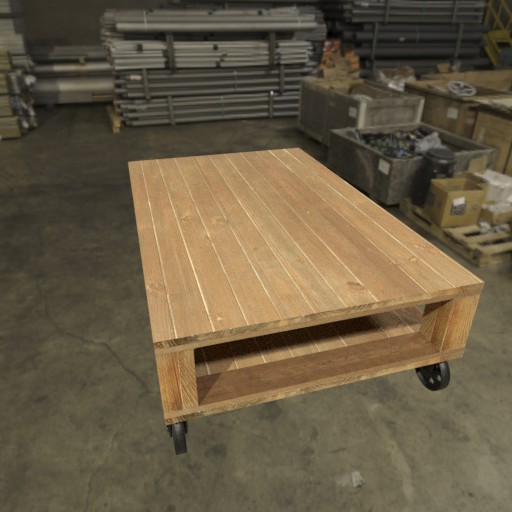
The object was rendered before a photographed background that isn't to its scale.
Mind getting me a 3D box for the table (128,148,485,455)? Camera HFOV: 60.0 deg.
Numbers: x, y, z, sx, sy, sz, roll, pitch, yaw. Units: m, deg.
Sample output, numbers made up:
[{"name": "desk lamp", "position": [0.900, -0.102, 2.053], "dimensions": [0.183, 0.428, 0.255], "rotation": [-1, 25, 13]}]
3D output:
[{"name": "table", "position": [0.000, 0.000, 1.667], "dimensions": [0.827, 0.413, 1.299], "rotation": [-8, 30, -14]}]
